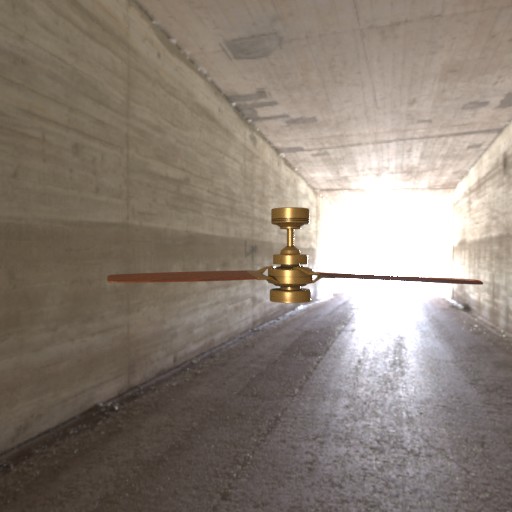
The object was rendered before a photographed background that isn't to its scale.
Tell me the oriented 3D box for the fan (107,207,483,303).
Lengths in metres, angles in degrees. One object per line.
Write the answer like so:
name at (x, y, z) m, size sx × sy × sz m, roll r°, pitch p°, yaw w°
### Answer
fan at (0.000, 0.000, 1.997) m, size 1.271 × 0.425 × 1.416 m, roll 0°, pitch 1°, yaw -19°
